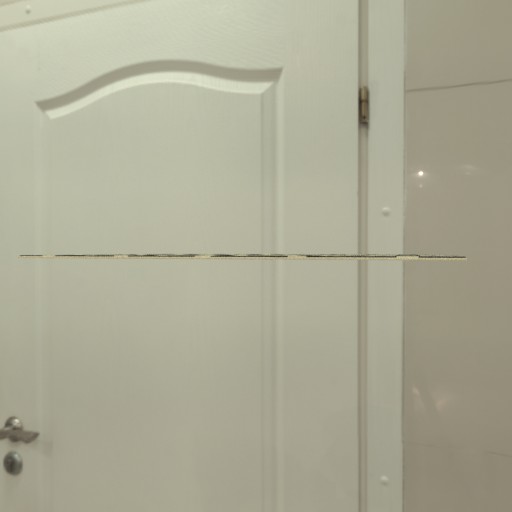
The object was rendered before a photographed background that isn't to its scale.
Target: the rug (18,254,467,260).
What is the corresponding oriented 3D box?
[{"bbox_3d":[0.000,0.000,2.850,2.286,0.016,1.555,0,1,19],"label":"rug"}]
